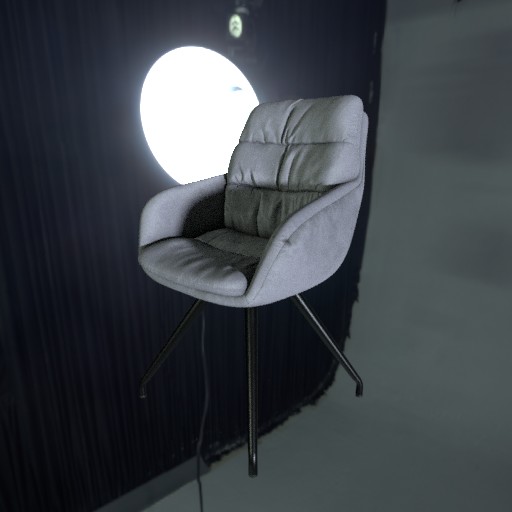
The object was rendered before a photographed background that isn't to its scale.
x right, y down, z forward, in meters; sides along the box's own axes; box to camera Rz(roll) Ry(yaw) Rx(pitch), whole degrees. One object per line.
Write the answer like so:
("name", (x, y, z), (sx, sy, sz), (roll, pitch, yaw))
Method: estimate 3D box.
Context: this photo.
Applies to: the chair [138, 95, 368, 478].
("chair", (0.000, 0.000, 1.275), (0.579, 0.888, 0.569), (14, 20, 42))
